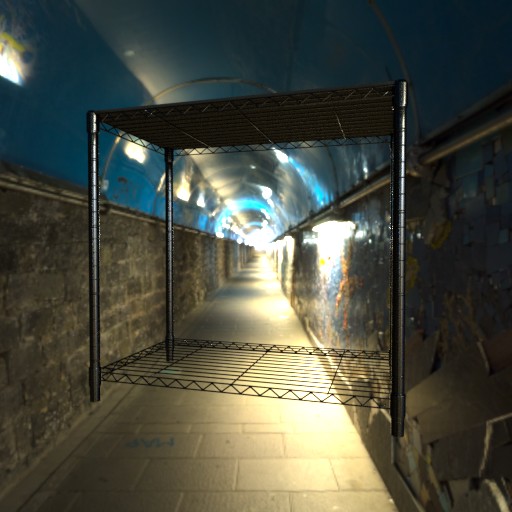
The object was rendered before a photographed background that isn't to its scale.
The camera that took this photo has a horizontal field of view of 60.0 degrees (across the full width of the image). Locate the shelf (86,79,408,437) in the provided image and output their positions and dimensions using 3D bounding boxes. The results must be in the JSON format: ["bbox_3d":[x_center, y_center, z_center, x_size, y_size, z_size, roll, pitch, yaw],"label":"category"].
[{"bbox_3d":[0.000,0.000,0.935,0.589,0.564,0.338,0,1,16],"label":"shelf"}]
